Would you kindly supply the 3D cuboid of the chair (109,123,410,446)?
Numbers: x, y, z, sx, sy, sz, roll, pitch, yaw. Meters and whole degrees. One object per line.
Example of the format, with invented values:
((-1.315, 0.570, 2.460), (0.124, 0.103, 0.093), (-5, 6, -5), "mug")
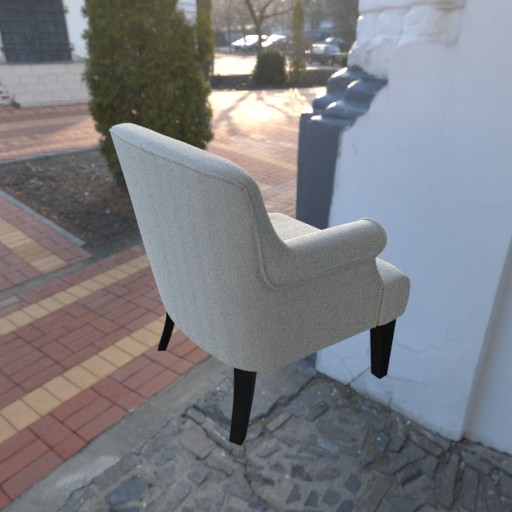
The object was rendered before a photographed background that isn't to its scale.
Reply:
((0.000, 0.000, 1.482), (0.750, 0.875, 0.781), (-17, 31, -31), "chair")
